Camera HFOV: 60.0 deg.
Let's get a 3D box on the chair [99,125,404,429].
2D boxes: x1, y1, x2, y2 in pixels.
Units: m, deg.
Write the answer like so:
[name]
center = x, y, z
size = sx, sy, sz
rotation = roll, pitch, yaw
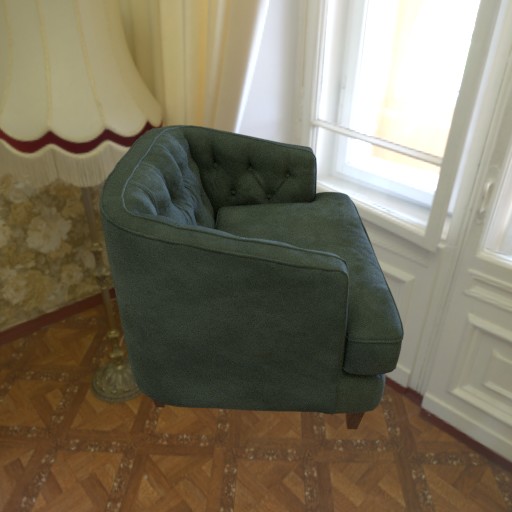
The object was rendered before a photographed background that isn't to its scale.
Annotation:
[chair]
center = 0.000, 0.000, 1.780
size = 0.941, 0.852, 1.104
rotation = 1, 32, 1
